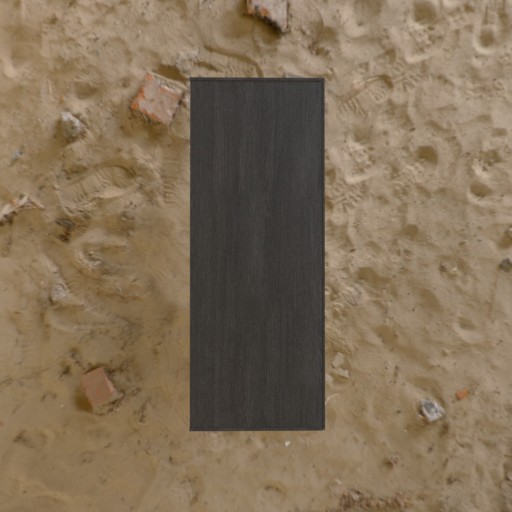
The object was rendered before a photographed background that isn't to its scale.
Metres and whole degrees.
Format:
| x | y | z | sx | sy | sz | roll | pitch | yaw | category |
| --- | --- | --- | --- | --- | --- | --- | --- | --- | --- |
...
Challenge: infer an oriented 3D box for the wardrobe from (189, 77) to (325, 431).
| x | y | z | sx | sy | sz | roll | pitch | yaw | category |
| --- | --- | --- | --- | --- | --- | --- | --- | --- | --- |
| 0.000 | 0.000 | 2.572 | 0.510 | 1.910 | 1.290 | 0 | 89 | -1 | wardrobe |
